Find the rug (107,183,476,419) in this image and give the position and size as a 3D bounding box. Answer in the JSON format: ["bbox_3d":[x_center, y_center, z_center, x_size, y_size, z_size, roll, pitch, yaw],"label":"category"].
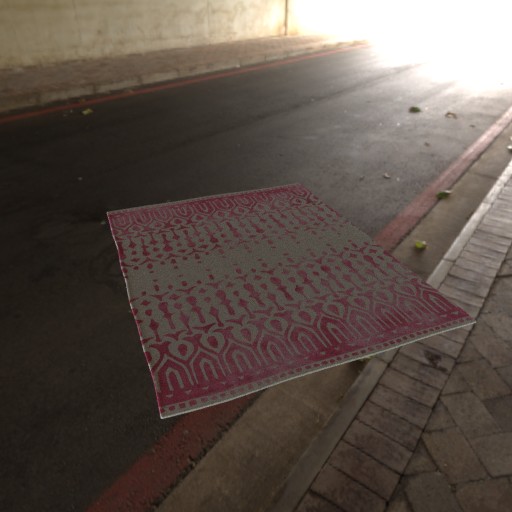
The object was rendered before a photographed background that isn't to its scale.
[{"bbox_3d":[0.000,0.000,4.214,2.441,0.016,3.095,-11,33,-18],"label":"rug"}]
